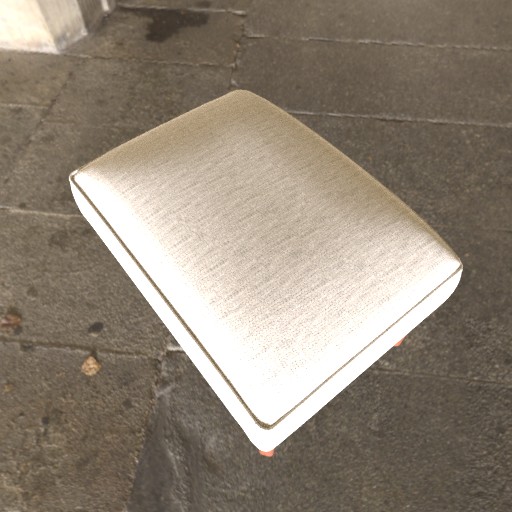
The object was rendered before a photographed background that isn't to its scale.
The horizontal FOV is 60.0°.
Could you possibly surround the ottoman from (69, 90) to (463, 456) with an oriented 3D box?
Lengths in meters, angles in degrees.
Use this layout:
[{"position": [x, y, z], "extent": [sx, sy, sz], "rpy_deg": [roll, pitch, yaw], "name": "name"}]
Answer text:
[{"position": [0.000, 0.000, 1.150], "extent": [0.594, 0.465, 0.794], "rpy_deg": [-33, 62, -21], "name": "ottoman"}]
